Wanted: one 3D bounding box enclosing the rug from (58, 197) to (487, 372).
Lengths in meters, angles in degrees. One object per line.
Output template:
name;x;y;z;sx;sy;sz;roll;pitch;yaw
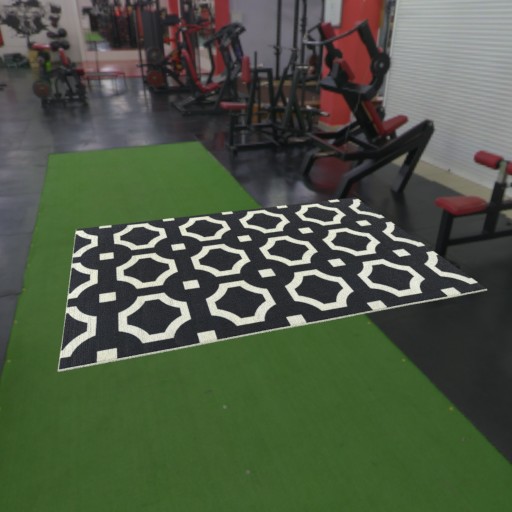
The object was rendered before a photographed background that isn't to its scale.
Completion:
rug;0.000;0.000;2.887;2.286;0.016;1.555;-8;29;-15
